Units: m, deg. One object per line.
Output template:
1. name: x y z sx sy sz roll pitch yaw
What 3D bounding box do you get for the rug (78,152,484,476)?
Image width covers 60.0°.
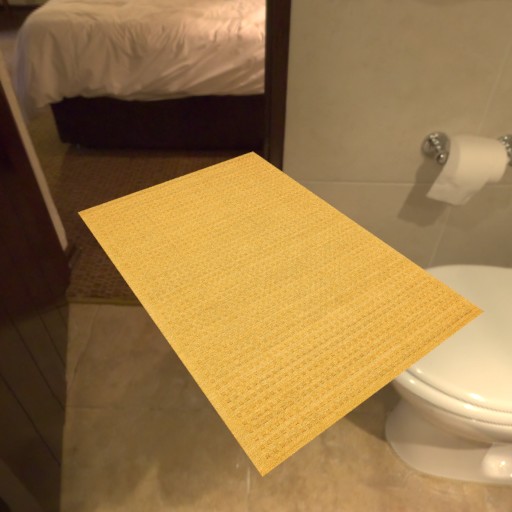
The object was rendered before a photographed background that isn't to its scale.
1. rug: 0.000 0.000 3.654 1.981 0.006 2.895 -25 48 -26
